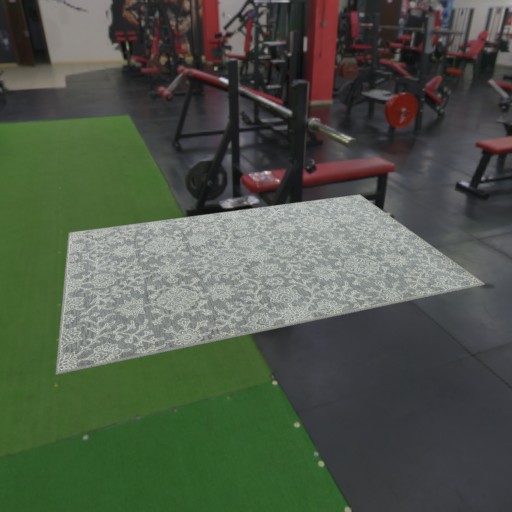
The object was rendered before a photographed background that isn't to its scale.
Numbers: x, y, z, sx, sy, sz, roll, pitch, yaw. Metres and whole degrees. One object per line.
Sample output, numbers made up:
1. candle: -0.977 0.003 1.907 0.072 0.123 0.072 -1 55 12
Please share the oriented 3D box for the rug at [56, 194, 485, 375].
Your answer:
1. rug: 0.000 0.000 2.989 2.430 0.010 1.515 -9 31 -16
